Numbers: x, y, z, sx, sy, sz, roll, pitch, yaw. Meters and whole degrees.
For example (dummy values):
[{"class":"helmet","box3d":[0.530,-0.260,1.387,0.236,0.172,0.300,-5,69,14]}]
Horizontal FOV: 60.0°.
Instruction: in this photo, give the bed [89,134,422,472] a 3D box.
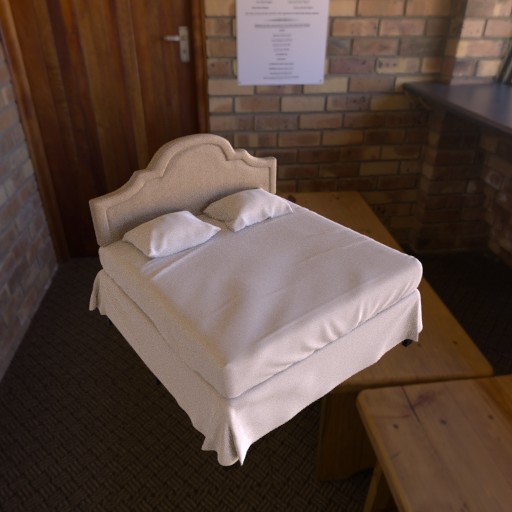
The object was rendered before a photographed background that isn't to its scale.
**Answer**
[{"class":"bed","box3d":[0.000,0.000,3.720,2.303,1.631,2.222,-22,36,-32]}]
